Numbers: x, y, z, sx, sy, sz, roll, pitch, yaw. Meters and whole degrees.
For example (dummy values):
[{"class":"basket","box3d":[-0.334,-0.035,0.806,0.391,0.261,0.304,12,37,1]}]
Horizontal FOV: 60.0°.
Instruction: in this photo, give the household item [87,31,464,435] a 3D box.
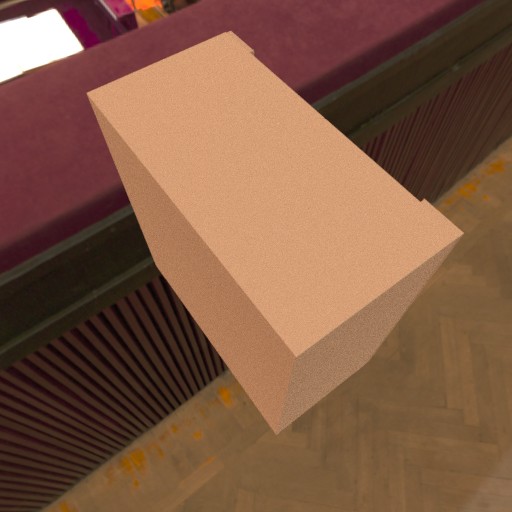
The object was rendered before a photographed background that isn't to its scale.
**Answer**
[{"class":"household item","box3d":[0.000,0.000,1.337,0.420,0.870,0.800,-32,65,-17]}]
